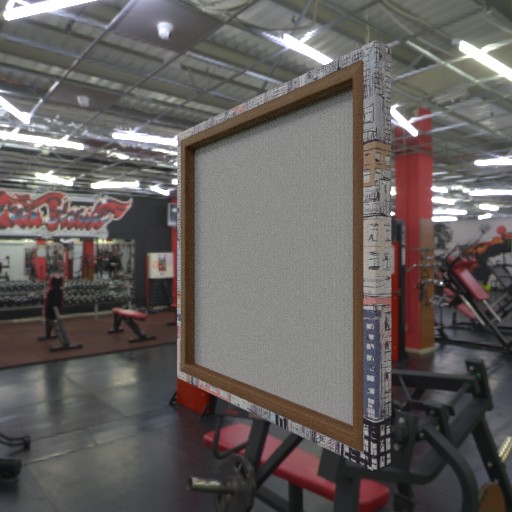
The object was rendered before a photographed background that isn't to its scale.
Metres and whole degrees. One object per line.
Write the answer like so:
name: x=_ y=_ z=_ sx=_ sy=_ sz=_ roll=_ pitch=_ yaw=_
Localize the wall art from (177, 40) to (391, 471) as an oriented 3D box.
wall art: x=0.000 y=0.000 z=1.095 sx=0.048 sy=0.762 sz=0.761 roll=0 pitch=0 yaw=-37
